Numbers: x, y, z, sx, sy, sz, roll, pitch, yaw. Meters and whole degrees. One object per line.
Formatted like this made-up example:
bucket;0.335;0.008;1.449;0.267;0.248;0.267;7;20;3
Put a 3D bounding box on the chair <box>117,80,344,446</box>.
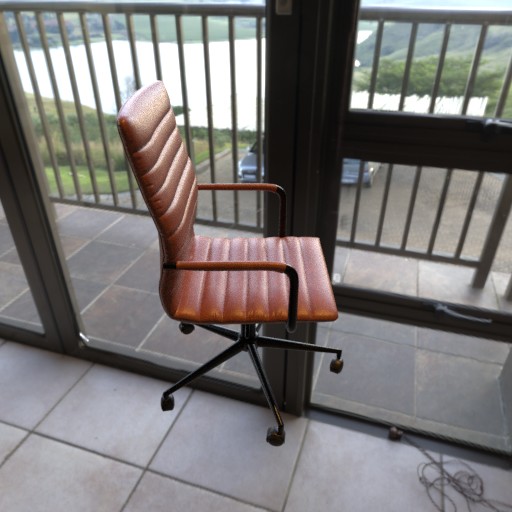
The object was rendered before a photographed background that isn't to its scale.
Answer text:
chair;0.000;0.000;1.246;0.578;0.878;0.600;0;32;0
